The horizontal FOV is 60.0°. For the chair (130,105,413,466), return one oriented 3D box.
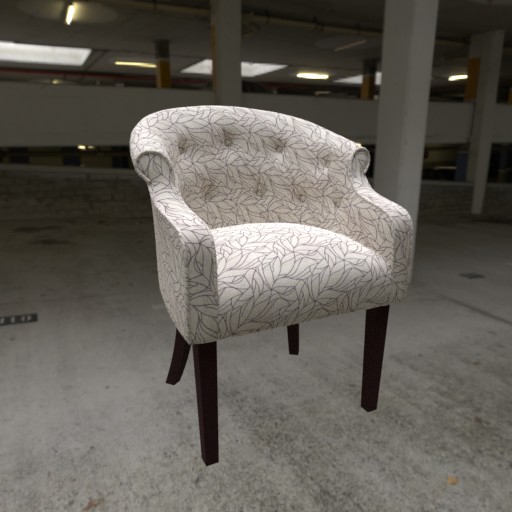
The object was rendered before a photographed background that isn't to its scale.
[{"bbox_3d":[0.000,0.000,1.288,0.686,0.858,0.613,-7,17,-25],"label":"chair"}]
